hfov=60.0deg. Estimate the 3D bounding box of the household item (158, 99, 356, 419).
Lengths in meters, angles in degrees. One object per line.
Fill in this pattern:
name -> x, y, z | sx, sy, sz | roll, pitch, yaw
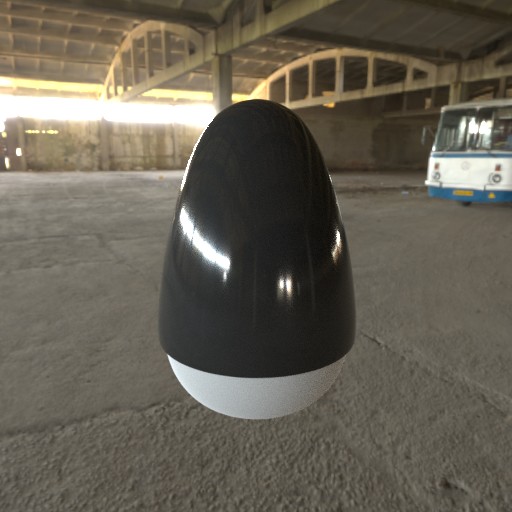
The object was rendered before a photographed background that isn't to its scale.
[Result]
household item -> 0.000, 0.000, 0.226 | 0.102, 0.152, 0.104 | -7, 15, -27
